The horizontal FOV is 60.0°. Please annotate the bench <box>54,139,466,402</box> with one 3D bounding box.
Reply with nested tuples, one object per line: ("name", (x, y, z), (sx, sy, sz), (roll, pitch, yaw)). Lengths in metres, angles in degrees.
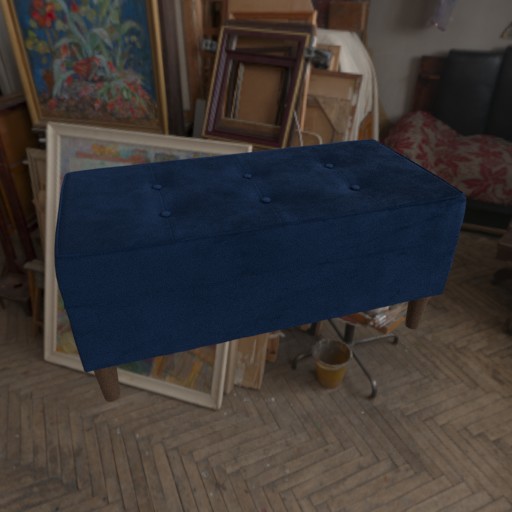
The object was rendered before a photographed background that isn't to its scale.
("bench", (0.000, 0.000, 1.307), (1.010, 0.467, 0.489), (-10, 34, -15))
